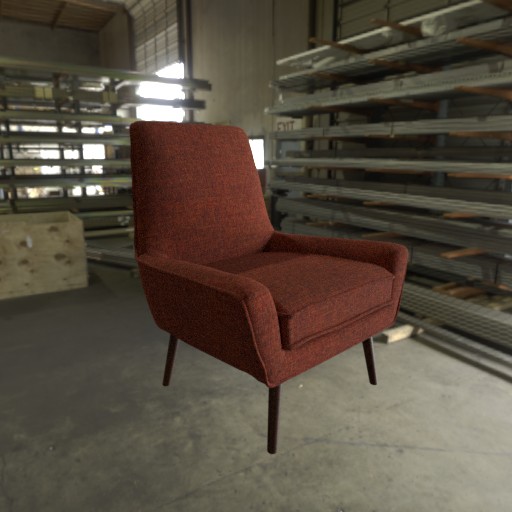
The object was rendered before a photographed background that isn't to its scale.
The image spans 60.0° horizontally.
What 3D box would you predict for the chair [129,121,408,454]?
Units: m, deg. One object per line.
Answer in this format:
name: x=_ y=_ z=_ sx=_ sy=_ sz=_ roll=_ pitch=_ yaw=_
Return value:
chair: x=0.000 y=0.000 z=1.533 sx=0.803 sy=0.911 sz=0.784 roll=-12 pitch=17 yaw=-43
